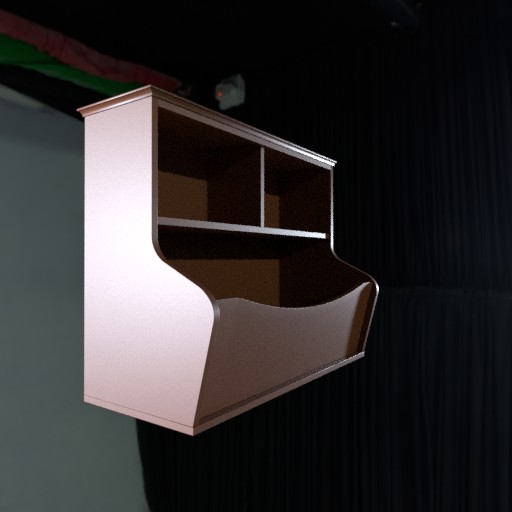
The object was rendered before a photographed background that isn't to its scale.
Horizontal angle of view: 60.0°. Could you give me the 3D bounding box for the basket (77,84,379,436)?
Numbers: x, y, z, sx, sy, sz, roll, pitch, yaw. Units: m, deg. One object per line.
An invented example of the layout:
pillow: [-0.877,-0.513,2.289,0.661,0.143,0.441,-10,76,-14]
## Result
basket: [0.000,0.000,1.159,0.376,0.625,0.792,0,0,35]
